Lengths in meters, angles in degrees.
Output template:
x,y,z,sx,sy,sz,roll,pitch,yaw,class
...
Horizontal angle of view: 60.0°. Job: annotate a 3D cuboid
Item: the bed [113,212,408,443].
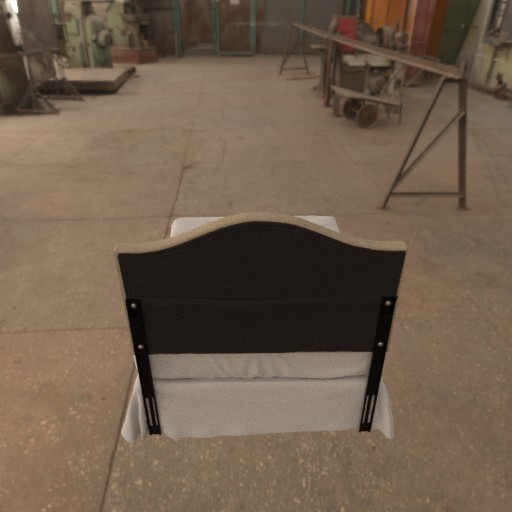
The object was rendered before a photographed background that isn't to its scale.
x,y,z,sx,sy,sz,roll,pitch,yaw,class
0.000,0.000,3.559,1.876,1.645,2.221,0,30,-1,bed
